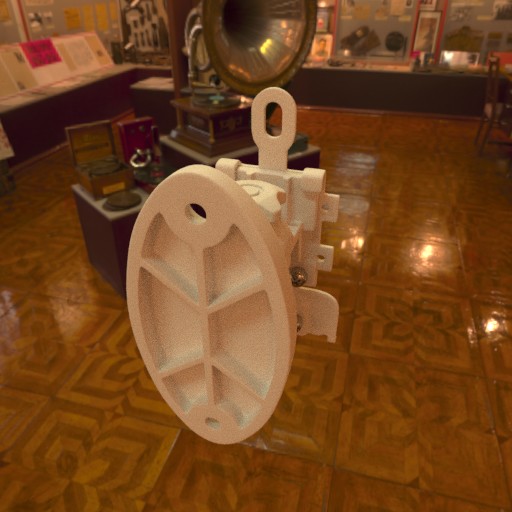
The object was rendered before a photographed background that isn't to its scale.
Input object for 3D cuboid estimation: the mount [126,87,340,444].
[{"bbox_3d":[0.000,0.000,0.175,0.066,0.118,0.100,10,34,15],"label":"mount"}]
